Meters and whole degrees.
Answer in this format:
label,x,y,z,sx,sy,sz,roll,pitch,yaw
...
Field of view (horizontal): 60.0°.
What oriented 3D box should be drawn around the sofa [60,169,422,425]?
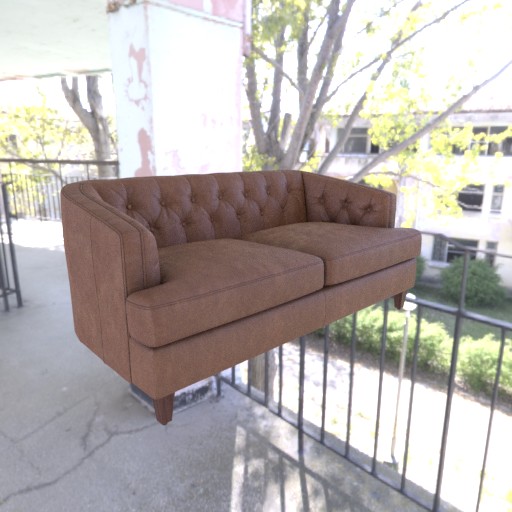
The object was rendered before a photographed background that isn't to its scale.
label,x,y,z,sx,sy,sz,roll,pitch,yaw
sofa,0.000,0.000,2.239,1.755,0.786,0.914,-13,19,-42
